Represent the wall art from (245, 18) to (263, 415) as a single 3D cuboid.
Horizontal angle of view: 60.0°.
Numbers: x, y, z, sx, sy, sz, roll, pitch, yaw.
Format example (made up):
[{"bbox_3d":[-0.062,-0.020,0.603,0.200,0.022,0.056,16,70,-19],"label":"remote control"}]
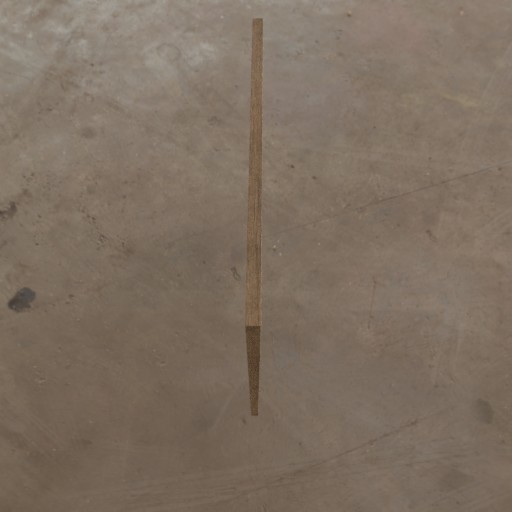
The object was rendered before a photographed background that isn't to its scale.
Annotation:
[{"bbox_3d":[0.000,0.000,0.917,0.018,0.686,0.534,1,62,0],"label":"wall art"}]
